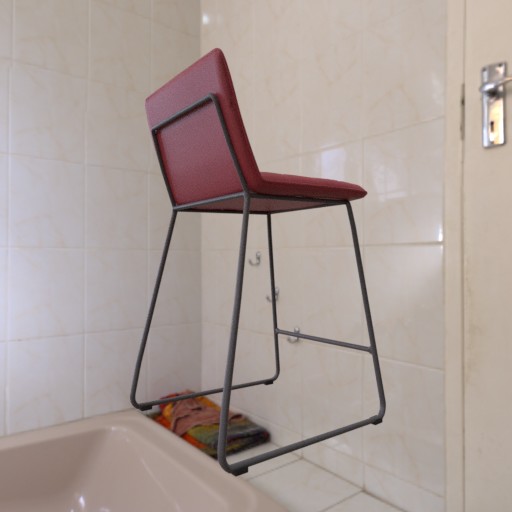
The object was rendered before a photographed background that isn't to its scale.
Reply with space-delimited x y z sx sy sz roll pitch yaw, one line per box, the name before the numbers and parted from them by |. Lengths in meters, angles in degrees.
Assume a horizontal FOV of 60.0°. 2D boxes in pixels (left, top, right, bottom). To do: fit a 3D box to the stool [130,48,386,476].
stool | 0.000 0.000 1.199 0.524 0.866 0.489 0 -1 -37
